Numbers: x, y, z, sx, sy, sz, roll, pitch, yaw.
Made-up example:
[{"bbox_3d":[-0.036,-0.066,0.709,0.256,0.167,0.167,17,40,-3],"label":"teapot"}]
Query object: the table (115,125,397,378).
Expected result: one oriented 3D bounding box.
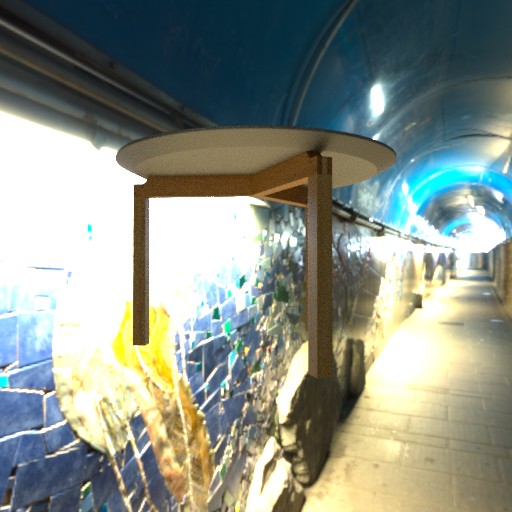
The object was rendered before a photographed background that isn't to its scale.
[{"bbox_3d":[0.000,0.000,0.990,0.600,0.405,0.600,0,0,0],"label":"table"}]
